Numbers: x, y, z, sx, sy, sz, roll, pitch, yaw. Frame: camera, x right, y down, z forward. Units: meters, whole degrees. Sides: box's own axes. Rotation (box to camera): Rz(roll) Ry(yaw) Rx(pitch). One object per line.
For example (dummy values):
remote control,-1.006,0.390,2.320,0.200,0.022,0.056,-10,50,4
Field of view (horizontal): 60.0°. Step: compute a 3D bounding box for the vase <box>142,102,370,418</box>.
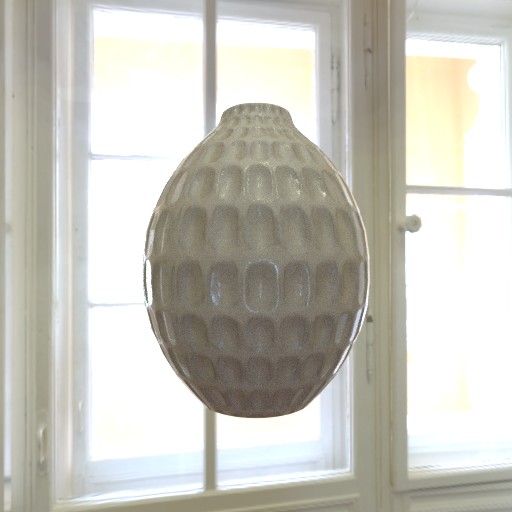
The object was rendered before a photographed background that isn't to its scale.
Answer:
vase,0.000,0.000,0.257,0.128,0.167,0.128,0,0,0
